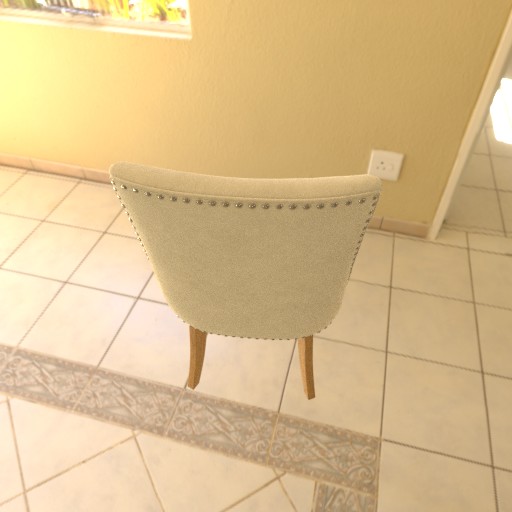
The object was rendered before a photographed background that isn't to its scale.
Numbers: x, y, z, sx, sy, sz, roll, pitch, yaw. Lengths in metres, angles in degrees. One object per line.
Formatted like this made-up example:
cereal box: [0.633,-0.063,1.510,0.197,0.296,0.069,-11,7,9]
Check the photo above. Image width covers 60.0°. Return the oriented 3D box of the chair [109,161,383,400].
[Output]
chair: [0.000,0.000,1.240,0.495,0.902,0.610,4,46,4]
